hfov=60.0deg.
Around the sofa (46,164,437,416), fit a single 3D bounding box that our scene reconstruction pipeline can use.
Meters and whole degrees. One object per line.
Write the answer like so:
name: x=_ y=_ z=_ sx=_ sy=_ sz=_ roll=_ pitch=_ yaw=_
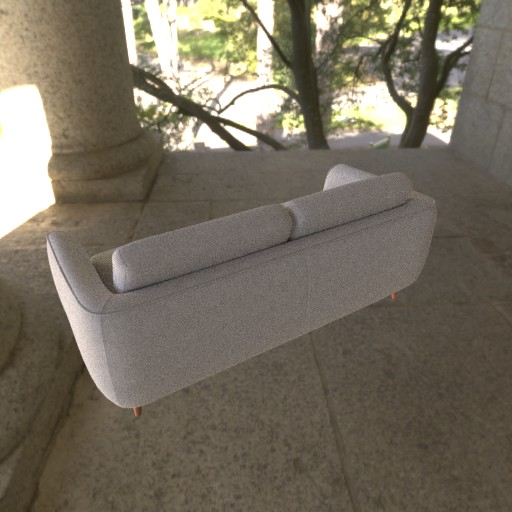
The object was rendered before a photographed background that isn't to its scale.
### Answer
sofa: x=0.000 y=0.000 z=2.440 sx=2.000 sy=0.850 sz=0.920 roll=-18 pitch=35 yaw=-28
